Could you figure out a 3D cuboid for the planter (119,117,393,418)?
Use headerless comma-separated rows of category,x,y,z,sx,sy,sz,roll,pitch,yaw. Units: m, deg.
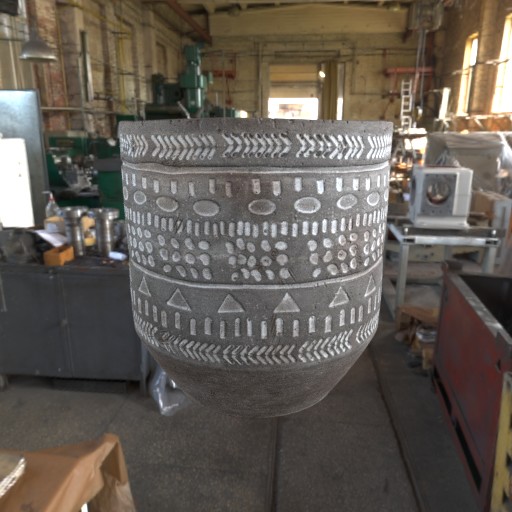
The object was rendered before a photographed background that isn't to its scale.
planter,0.000,0.000,0.220,0.122,0.128,0.122,0,16,0
